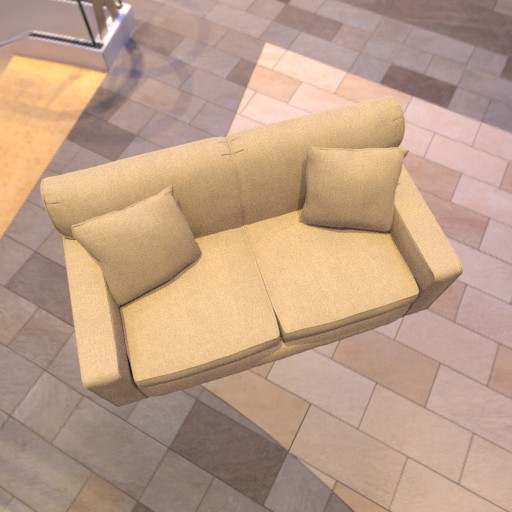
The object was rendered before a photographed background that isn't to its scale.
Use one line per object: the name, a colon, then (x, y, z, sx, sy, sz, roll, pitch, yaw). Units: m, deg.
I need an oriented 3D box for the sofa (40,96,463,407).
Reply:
sofa: (0.000, 0.000, 2.354, 1.846, 0.958, 0.998, -16, 64, -8)
